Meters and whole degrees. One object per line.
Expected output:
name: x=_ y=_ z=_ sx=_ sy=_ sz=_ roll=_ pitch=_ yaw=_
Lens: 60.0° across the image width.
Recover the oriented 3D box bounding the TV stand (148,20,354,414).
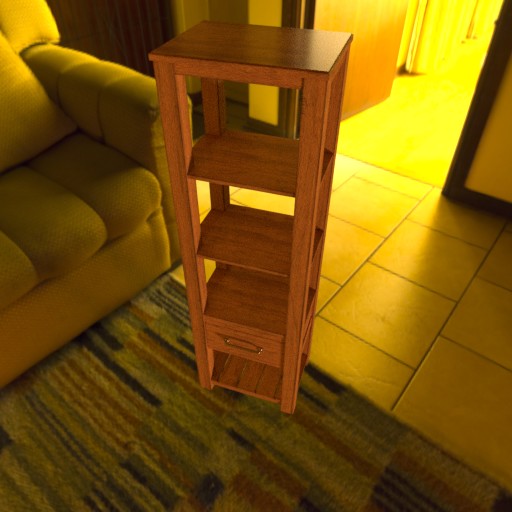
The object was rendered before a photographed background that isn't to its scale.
TV stand: x=0.000 y=0.000 z=2.034 sx=0.565 sy=1.828 sz=0.435 roll=12 pitch=42 yaw=14
